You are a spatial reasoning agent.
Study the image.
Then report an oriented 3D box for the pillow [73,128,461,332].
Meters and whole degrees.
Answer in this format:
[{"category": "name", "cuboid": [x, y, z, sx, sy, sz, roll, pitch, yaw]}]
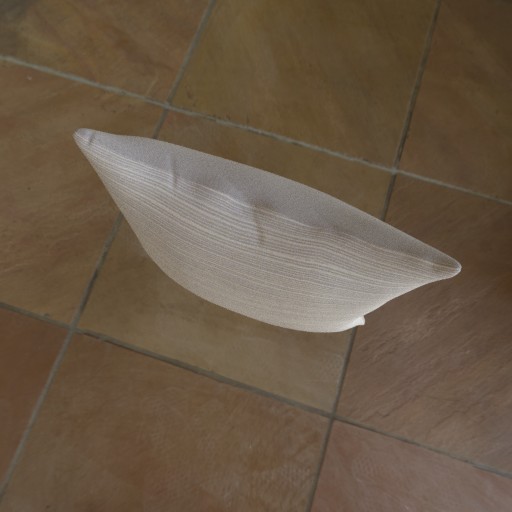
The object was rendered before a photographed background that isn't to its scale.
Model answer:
[{"category": "pillow", "cuboid": [0.000, 0.000, 0.776, 0.512, 0.497, 0.204, 20, 75, 6]}]
